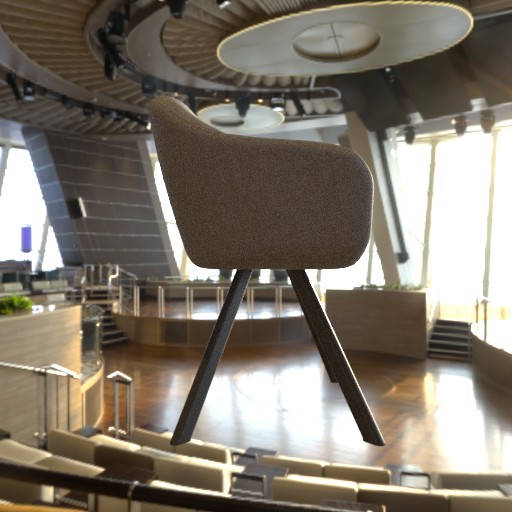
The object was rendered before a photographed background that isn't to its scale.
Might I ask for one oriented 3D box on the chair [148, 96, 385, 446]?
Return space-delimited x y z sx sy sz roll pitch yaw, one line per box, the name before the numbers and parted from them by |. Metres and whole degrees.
chair | 0.000 0.000 1.174 0.550 0.795 0.590 0 0 0
